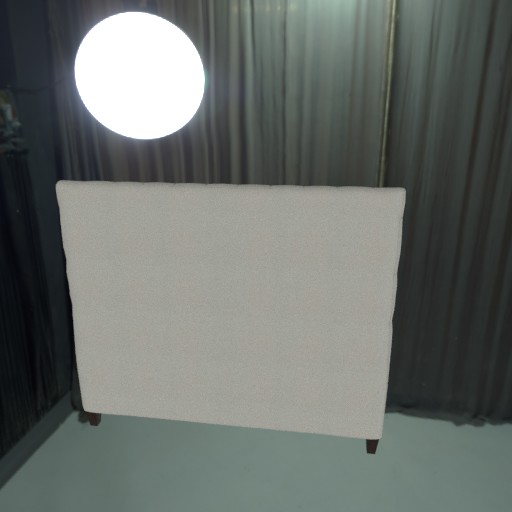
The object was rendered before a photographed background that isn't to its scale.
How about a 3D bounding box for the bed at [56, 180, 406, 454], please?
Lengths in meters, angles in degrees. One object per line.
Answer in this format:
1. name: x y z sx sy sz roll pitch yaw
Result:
1. bed: 0.000 0.000 3.375 1.698 1.427 2.387 3 18 8
